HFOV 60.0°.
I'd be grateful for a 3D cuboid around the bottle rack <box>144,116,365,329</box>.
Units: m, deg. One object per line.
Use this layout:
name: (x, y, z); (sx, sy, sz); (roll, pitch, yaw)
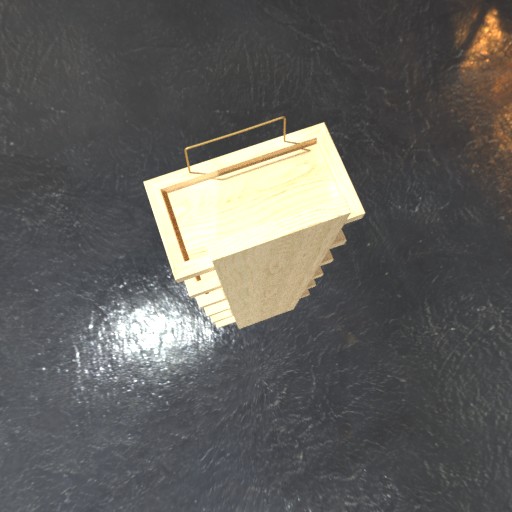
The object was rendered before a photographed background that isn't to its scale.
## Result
bottle rack: (0.000, 0.000, 1.069); (0.330, 0.943, 0.206); (-19, 76, -5)
